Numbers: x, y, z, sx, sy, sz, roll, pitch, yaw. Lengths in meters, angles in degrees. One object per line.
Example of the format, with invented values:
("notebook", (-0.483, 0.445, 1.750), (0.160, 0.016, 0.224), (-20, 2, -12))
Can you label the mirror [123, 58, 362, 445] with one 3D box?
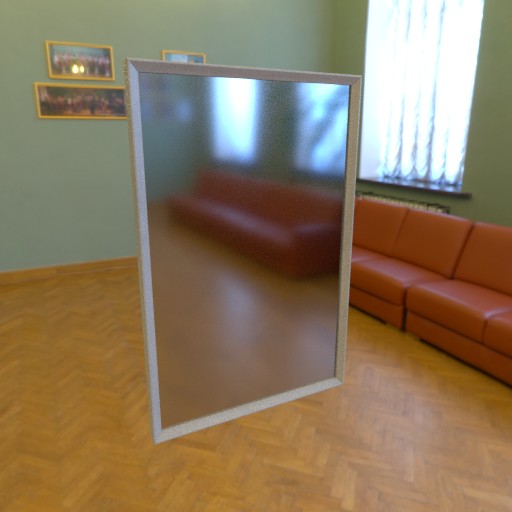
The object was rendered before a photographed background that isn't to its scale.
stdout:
("mirror", (0.000, 0.000, 1.166), (0.609, 0.915, 0.041), (-8, 17, -27))
